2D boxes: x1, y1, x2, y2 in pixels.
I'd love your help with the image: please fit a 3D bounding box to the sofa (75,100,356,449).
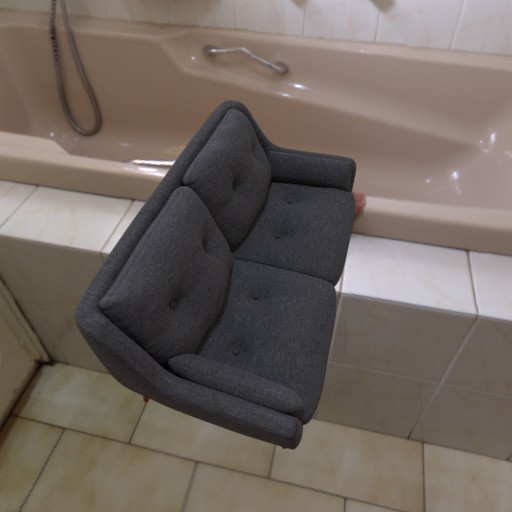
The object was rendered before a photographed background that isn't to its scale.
[{"bbox_3d":[0.000,0.000,2.438,0.975,0.896,1.929,11,46,11],"label":"sofa"}]
